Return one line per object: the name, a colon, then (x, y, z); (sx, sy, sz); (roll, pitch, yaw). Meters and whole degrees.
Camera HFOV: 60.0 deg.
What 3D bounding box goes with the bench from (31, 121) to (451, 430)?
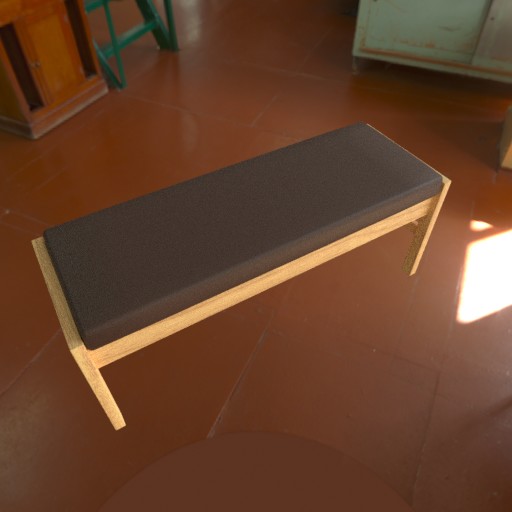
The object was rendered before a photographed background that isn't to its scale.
bench: (0.000, 0.000, 1.459); (1.200, 0.480, 0.405); (-23, 51, -21)
